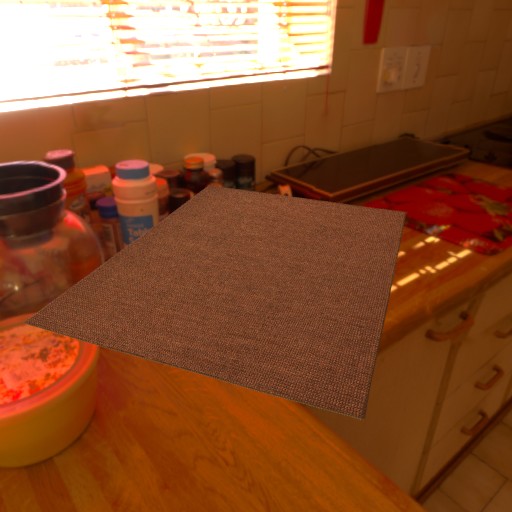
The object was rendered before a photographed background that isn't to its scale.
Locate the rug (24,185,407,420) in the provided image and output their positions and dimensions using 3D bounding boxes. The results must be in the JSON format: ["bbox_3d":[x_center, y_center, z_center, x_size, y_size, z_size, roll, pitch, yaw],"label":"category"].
[{"bbox_3d":[0.000,0.000,4.074,2.456,0.021,3.068,10,31,18],"label":"rug"}]
